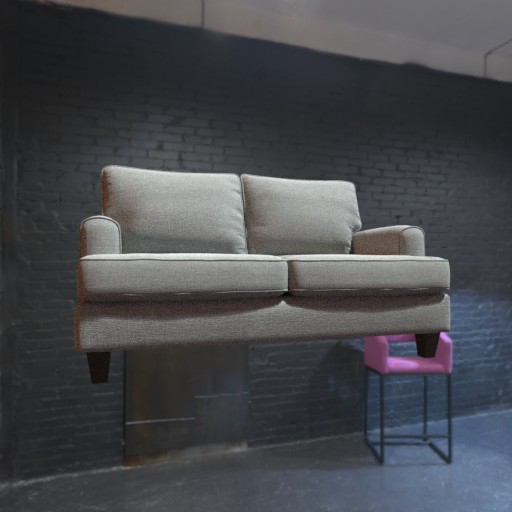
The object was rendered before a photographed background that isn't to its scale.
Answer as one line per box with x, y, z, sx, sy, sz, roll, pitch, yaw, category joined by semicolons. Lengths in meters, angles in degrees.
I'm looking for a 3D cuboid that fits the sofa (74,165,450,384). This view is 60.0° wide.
0.000;0.000;2.248;1.651;0.965;0.965;0;-1;-18;sofa
